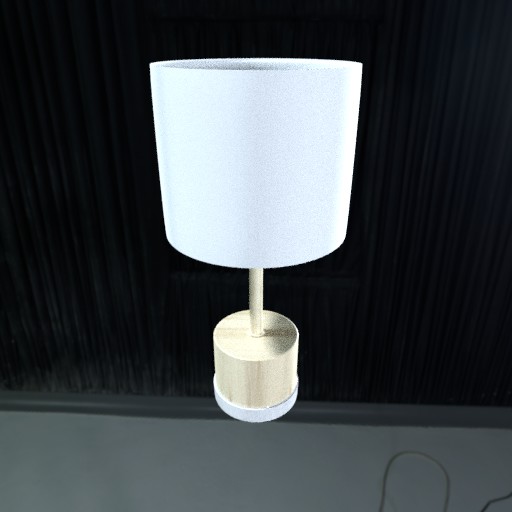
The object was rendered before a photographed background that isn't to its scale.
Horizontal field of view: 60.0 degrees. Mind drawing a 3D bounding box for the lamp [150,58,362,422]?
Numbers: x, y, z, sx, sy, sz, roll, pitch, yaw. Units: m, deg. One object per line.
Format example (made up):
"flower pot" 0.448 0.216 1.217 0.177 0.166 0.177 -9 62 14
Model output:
"lamp" 0.000 0.000 0.588 0.229 0.470 0.229 0 26 0
